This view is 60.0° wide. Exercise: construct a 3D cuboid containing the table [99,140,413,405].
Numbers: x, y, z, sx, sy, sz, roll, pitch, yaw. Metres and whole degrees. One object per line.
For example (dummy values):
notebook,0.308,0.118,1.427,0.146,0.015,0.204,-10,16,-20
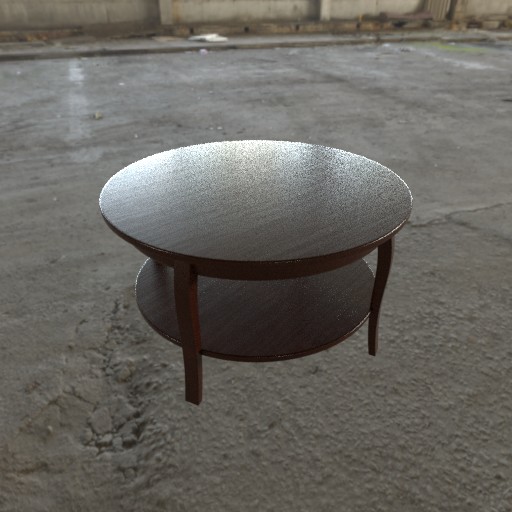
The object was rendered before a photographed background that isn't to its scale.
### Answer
table,0.000,0.000,1.475,0.911,0.512,0.911,0,31,0
